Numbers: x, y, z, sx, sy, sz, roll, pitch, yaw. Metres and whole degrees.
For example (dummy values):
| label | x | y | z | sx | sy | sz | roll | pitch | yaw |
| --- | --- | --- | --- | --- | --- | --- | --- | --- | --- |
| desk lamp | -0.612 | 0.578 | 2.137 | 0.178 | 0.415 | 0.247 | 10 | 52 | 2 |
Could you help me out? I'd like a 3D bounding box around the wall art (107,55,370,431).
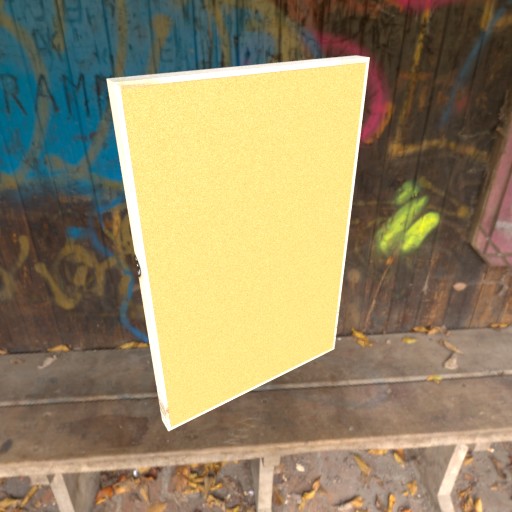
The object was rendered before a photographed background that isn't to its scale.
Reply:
| label | x | y | z | sx | sy | sz | roll | pitch | yaw |
| --- | --- | --- | --- | --- | --- | --- | --- | --- | --- |
| wall art | 0.000 | 0.000 | 0.963 | 0.508 | 0.764 | 0.038 | -18 | 35 | -28 |
